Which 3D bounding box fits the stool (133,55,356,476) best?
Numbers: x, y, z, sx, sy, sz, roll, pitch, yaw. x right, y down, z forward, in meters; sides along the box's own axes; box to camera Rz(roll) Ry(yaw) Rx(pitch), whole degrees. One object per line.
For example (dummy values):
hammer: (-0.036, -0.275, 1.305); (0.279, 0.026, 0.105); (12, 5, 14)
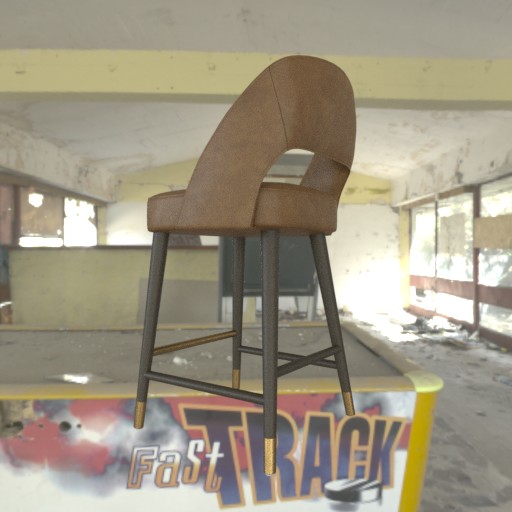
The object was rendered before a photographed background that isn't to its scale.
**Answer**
stool: (0.000, 0.000, 1.241); (0.509, 0.940, 0.494); (0, 0, 36)
